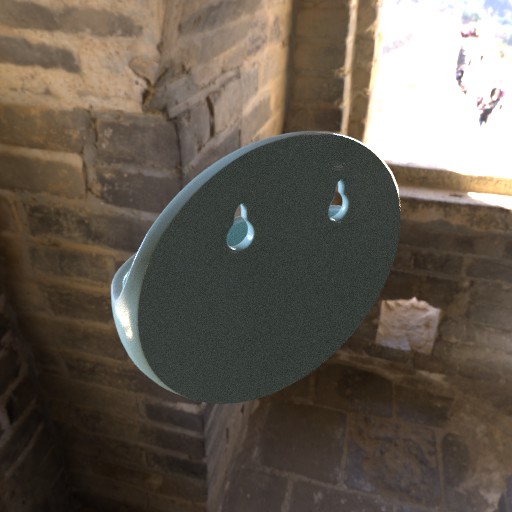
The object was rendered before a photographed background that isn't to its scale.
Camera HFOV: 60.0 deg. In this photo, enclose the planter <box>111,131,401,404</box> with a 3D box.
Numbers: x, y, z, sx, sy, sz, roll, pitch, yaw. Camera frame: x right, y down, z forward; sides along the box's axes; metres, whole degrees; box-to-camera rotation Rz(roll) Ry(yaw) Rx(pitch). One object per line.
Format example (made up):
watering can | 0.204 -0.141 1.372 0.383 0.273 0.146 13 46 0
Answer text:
planter | 0.000 0.000 0.275 0.189 0.164 0.073 -18 34 -29
